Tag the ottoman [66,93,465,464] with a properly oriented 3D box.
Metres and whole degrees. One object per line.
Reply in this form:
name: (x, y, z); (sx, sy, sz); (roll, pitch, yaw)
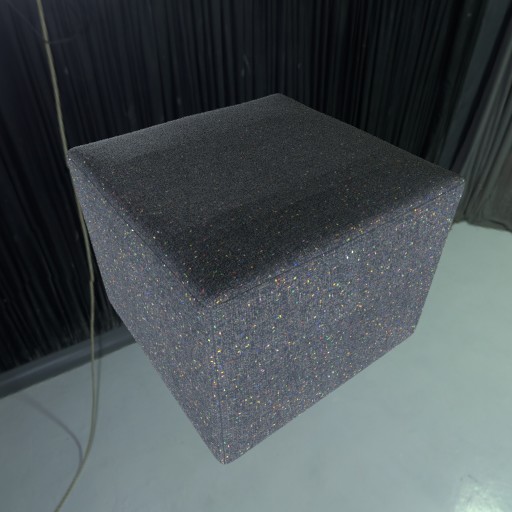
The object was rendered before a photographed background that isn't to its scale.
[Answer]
ottoman: (0.000, 0.000, 0.878); (0.508, 0.432, 0.508); (-25, 45, -27)
